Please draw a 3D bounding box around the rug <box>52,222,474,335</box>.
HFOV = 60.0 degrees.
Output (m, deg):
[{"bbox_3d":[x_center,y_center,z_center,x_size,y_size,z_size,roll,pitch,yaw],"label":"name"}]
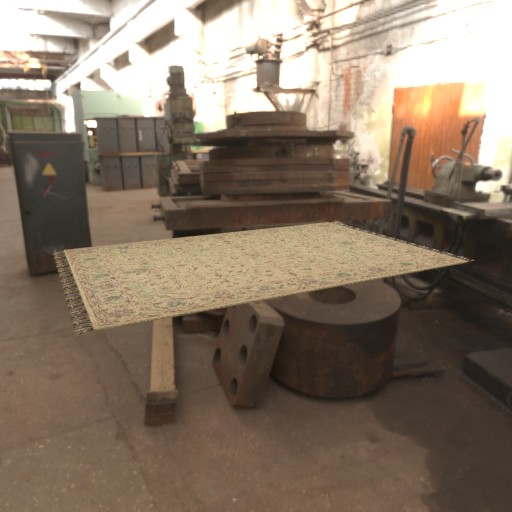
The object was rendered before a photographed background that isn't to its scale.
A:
[{"bbox_3d":[0.000,0.000,2.995,2.435,0.010,1.544,-8,17,-26],"label":"rug"}]
